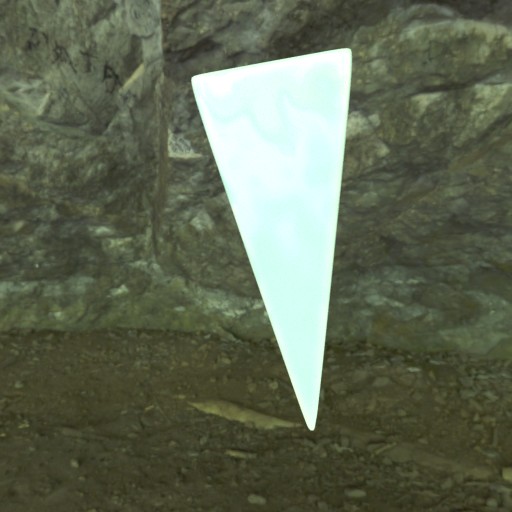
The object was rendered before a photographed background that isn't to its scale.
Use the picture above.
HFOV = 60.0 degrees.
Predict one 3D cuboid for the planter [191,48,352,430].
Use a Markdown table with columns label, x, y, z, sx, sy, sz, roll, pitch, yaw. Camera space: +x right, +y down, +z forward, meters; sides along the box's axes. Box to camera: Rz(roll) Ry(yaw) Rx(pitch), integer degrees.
| label | x | y | z | sx | sy | sz | roll | pitch | yaw |
| --- | --- | --- | --- | --- | --- | --- | --- | --- | --- |
| planter | 0.000 | 0.000 | 0.217 | 0.064 | 0.178 | 0.080 | 0 | 0 | -19 |
